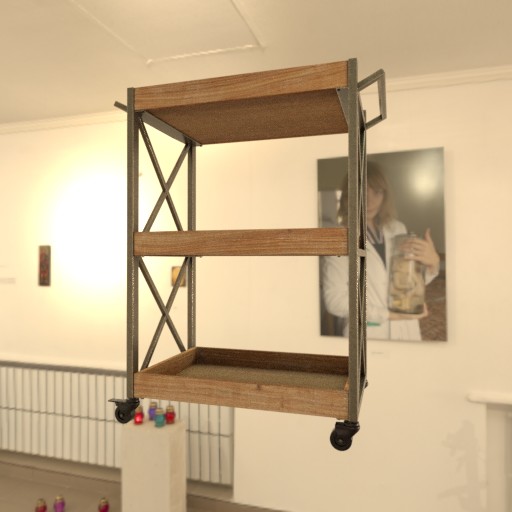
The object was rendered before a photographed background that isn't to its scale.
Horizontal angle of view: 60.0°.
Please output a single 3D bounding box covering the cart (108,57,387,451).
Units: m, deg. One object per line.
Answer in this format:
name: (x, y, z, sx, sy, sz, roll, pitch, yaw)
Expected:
cart: (0.000, 0.000, 1.192, 0.673, 0.835, 0.377, 0, 0, 17)
